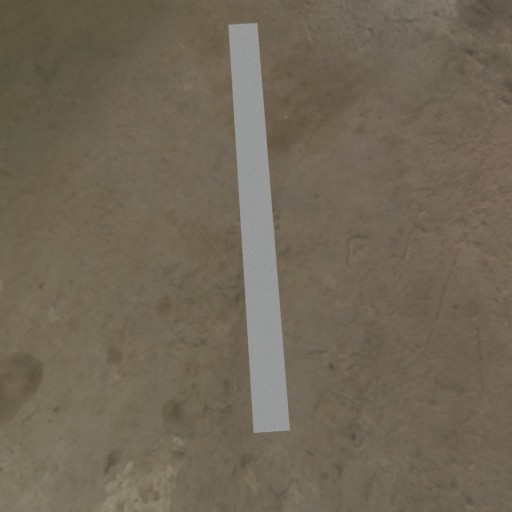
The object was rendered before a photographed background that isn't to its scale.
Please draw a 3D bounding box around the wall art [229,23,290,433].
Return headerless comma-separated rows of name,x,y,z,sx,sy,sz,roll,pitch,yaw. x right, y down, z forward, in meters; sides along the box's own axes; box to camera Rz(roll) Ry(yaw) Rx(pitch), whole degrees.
wall art,0.000,0.000,1.960,0.098,1.291,1.289,-4,76,-1
